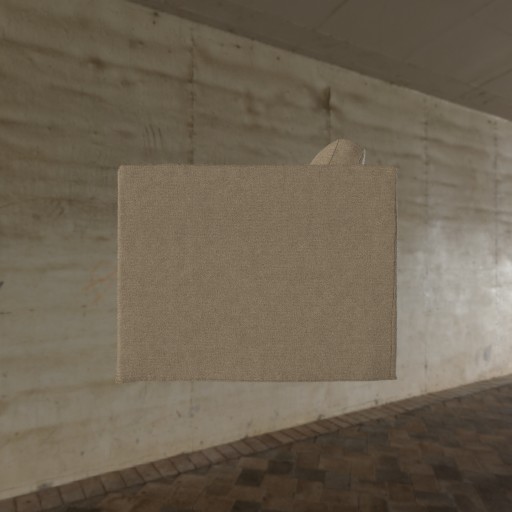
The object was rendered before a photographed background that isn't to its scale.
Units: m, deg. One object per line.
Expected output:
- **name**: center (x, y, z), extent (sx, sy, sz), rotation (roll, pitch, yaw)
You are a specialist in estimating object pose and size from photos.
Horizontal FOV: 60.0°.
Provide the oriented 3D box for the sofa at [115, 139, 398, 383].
- **sofa**: center (0.000, 0.000, 2.298), extent (0.956, 0.828, 1.766), rotation (0, 0, 0)
